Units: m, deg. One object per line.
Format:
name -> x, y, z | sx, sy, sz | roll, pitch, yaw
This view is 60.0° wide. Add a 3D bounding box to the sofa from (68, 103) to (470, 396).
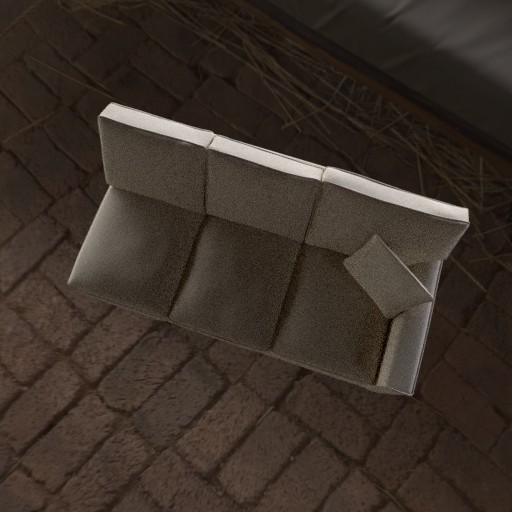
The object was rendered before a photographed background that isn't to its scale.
sofa -> 0.000, 0.000, 2.554 | 1.963, 0.946, 1.034 | 18, 75, 5
